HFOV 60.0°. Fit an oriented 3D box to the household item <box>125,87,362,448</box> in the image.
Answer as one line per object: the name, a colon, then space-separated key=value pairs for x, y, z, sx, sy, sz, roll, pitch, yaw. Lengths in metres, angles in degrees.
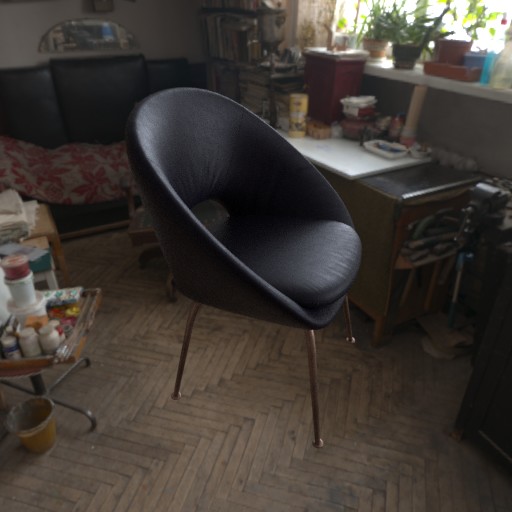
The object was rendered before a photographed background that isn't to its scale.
household item: x=0.000 y=0.000 z=1.256 sx=0.573 sy=0.852 sz=0.623 roll=12 pitch=33 yaw=19
